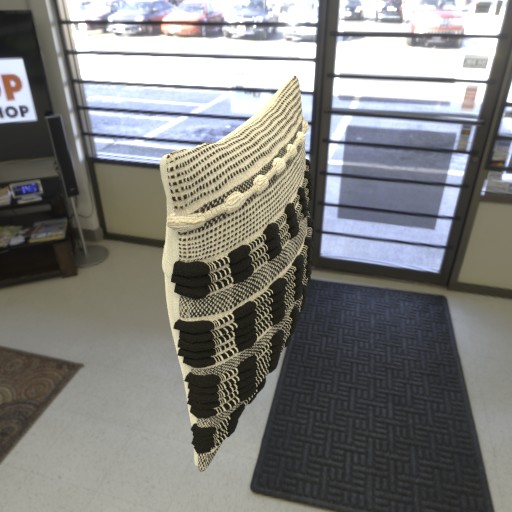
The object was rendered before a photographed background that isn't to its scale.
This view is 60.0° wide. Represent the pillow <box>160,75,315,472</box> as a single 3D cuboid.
[{"bbox_3d":[0.000,0.000,0.656,0.156,0.438,0.436,10,32,16],"label":"pillow"}]
